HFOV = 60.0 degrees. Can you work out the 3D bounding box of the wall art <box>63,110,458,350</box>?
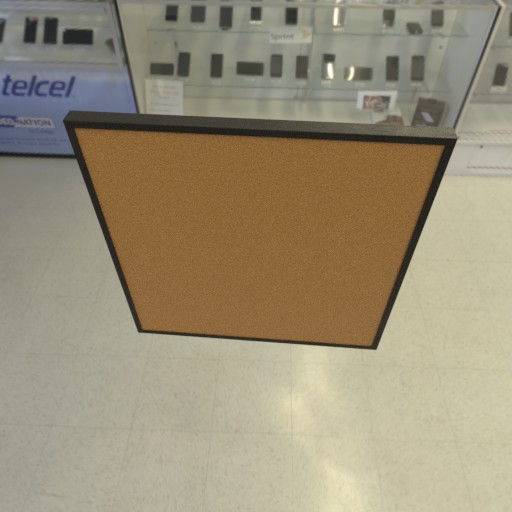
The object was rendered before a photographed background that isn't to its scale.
[{"bbox_3d":[0.000,0.000,1.146,0.763,0.763,0.039,4,48,3],"label":"wall art"}]
